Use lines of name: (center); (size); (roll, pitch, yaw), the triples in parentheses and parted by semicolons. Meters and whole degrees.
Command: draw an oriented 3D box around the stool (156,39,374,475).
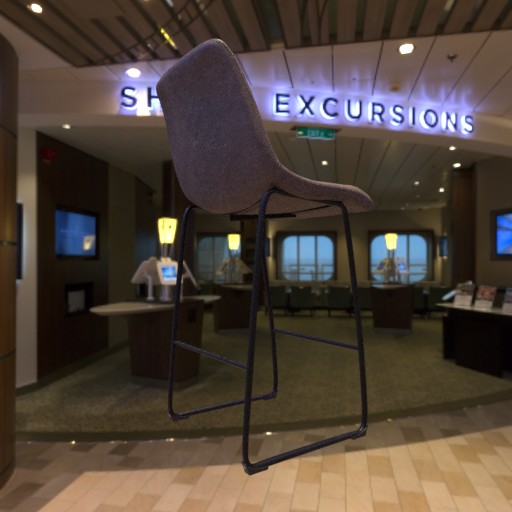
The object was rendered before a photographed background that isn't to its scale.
stool: (0.000, 0.000, 1.382); (0.561, 1.082, 0.514); (0, 0, -35)
